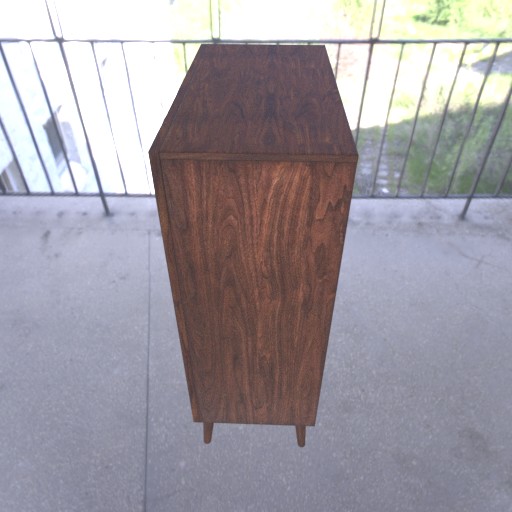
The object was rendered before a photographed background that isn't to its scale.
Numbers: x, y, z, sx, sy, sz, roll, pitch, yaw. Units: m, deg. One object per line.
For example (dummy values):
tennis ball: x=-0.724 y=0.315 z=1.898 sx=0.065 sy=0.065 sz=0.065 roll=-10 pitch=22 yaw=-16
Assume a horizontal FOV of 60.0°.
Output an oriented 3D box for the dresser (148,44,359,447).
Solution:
dresser: x=0.000 y=0.000 z=1.796 sx=0.498 sy=1.365 sz=0.919 roll=1 pitch=40 yaw=2
